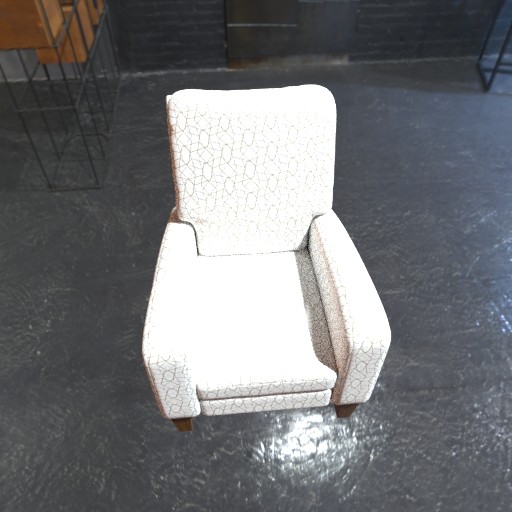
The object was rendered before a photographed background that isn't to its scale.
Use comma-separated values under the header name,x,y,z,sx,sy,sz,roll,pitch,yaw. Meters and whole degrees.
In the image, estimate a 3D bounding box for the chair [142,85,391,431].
name,x,y,z,sx,sy,sz,roll,pitch,yaw
chair,0.000,0.000,1.767,0.796,1.064,0.995,-4,47,-3
